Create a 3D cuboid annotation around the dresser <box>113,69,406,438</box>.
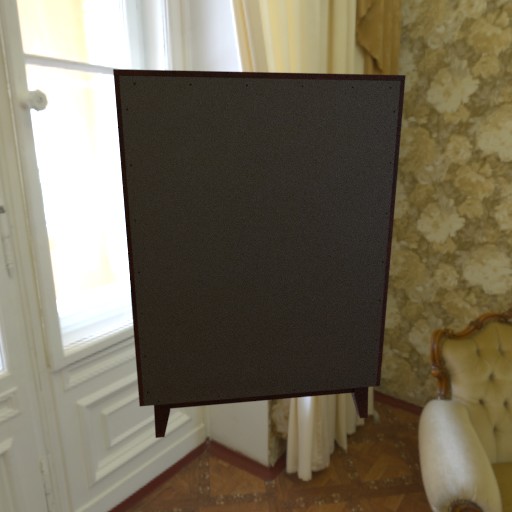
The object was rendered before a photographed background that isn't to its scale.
[{"bbox_3d":[0.000,0.000,2.044,1.072,1.514,0.506,-2,15,-8],"label":"dresser"}]
